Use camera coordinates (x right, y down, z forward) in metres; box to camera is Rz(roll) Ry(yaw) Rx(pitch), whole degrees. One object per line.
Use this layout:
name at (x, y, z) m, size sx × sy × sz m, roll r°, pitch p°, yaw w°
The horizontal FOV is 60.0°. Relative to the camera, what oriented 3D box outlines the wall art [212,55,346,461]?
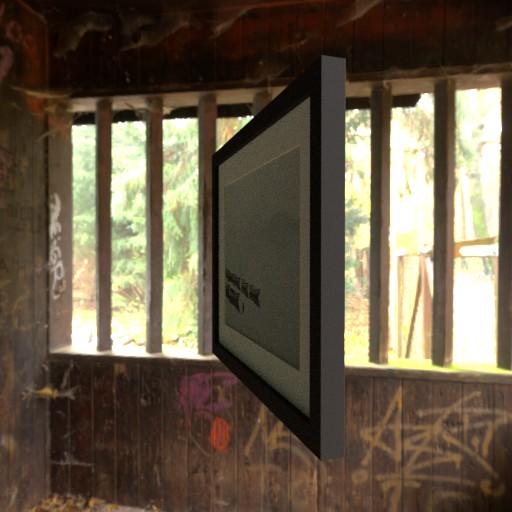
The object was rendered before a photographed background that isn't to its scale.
wall art at (0.000, 0.000, 0.763) m, size 0.030 × 0.454 × 0.554 m, roll 0°, pitch 1°, yaw -18°
